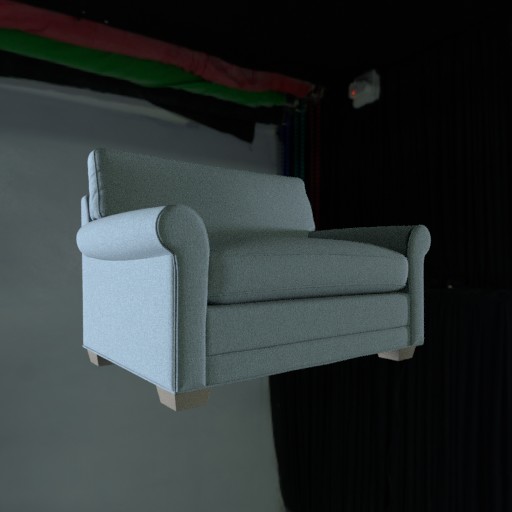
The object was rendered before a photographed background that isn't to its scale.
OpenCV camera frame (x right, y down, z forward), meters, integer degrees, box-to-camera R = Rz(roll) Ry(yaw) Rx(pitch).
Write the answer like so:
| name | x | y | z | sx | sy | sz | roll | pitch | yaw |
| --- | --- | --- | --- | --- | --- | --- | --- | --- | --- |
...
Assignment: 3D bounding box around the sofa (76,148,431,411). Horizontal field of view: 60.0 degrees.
| name | x | y | z | sx | sy | sz | roll | pitch | yaw |
| --- | --- | --- | --- | --- | --- | --- | --- | --- | --- |
| sofa | 0.000 | 0.000 | 2.029 | 1.410 | 0.953 | 0.940 | 0 | -1 | -37 |
